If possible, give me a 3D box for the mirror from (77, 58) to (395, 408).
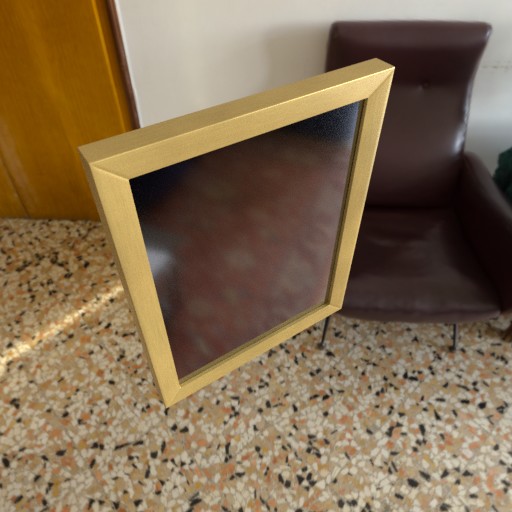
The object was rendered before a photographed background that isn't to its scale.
[{"bbox_3d":[0.000,0.000,0.689,0.405,0.508,0.041,-25,51,-23],"label":"mirror"}]
